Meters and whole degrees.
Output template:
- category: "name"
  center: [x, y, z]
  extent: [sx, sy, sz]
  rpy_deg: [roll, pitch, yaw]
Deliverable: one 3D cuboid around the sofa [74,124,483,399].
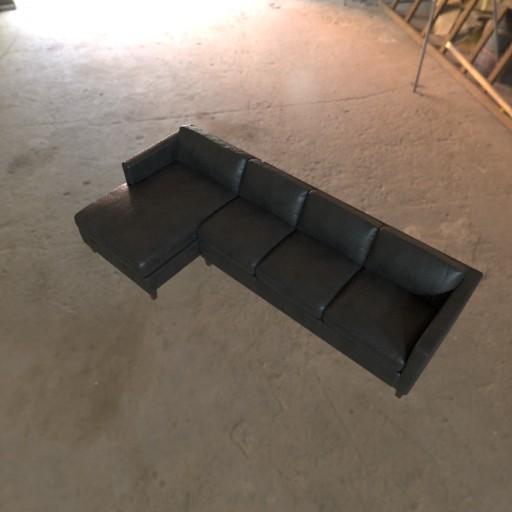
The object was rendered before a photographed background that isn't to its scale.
- category: "sofa"
  center: [0.000, 0.000, 3.863]
  extent: [3.203, 0.883, 1.581]
  rpy_deg: [33, 56, 26]
